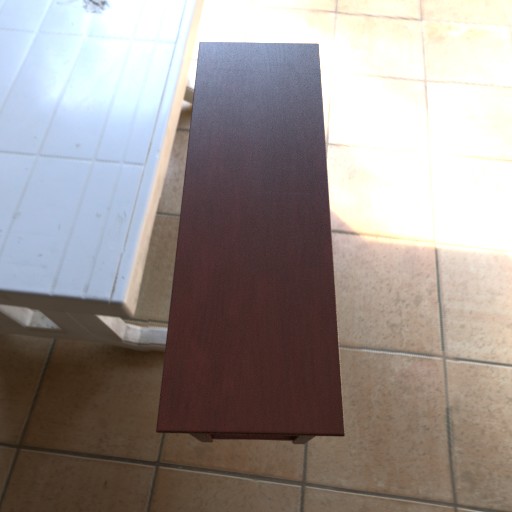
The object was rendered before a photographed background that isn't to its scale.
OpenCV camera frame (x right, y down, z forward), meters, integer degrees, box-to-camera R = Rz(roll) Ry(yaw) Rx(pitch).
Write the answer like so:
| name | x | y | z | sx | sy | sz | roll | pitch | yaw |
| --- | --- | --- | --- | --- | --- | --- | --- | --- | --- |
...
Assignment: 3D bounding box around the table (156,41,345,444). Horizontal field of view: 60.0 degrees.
| name | x | y | z | sx | sy | sz | roll | pitch | yaw |
| --- | --- | --- | --- | --- | --- | --- | --- | --- | --- |
| table | 0.000 | 0.000 | 1.506 | 0.392 | 0.739 | 1.188 | 1 | 63 | 0 |
